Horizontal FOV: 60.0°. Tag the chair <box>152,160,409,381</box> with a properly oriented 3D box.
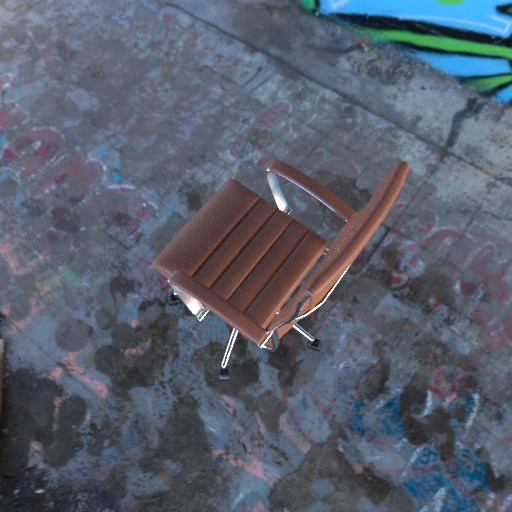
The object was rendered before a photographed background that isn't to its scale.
[{"bbox_3d":[0.000,0.000,1.630,0.739,1.149,0.766,34,69,15],"label":"chair"}]
